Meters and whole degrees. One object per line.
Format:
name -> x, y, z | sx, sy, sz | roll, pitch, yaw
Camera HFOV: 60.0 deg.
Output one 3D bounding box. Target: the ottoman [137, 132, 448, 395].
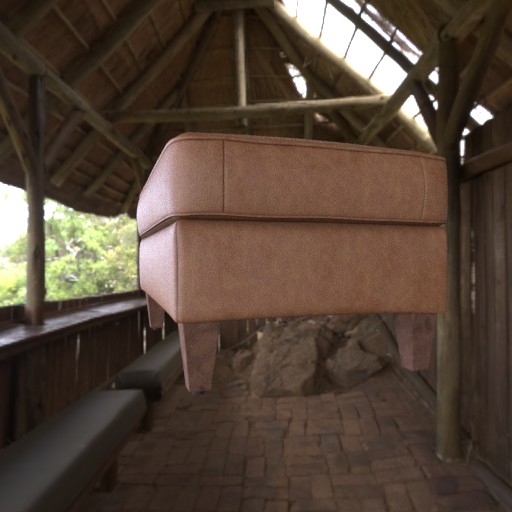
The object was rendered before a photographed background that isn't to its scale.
ottoman -> 0.000, 0.000, 1.190 | 0.584, 0.483, 0.864 | 0, 0, -18
